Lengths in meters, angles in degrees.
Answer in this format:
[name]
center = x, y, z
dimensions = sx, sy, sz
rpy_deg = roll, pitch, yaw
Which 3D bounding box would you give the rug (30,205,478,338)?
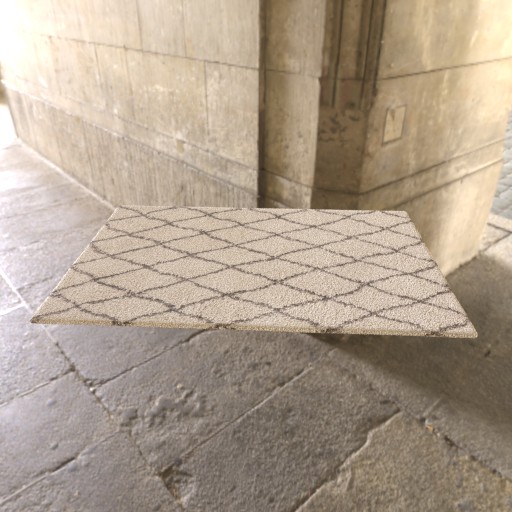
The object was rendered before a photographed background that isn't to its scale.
[rug]
center = 0.000, 0.000, 3.461
dimensions = 2.743, 0.030, 1.778
rpy_deg = 1, 30, 3
